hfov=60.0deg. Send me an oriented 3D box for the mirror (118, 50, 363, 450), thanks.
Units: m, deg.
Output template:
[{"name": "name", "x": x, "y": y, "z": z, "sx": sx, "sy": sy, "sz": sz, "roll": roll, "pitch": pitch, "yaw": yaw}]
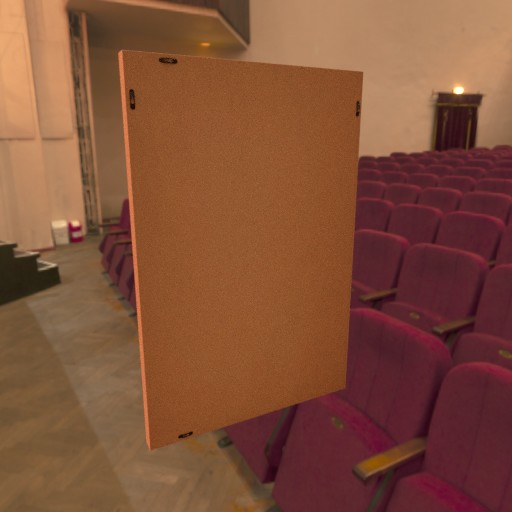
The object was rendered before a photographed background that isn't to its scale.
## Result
[{"name": "mirror", "x": 0.000, "y": 0.000, "z": 1.133, "sx": 0.609, "sy": 0.915, "sz": 0.041, "roll": -8, "pitch": 16, "yaw": -27}]
